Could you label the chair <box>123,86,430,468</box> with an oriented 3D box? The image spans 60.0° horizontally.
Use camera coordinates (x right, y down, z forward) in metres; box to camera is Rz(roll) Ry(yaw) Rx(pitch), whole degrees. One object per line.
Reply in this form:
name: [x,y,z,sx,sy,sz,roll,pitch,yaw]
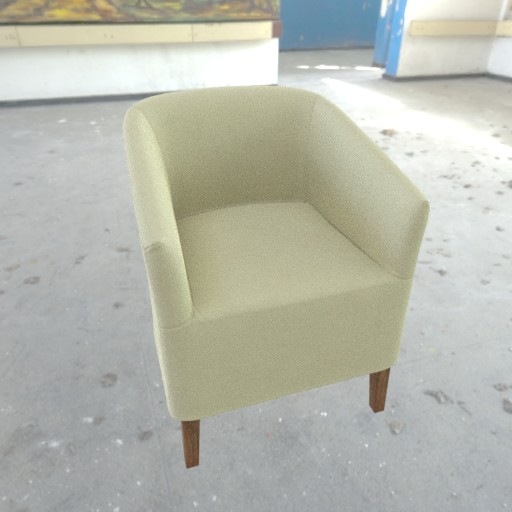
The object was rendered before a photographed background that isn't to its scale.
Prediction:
chair: [0.000,0.000,1.277,0.643,0.822,0.657,-10,32,-16]
